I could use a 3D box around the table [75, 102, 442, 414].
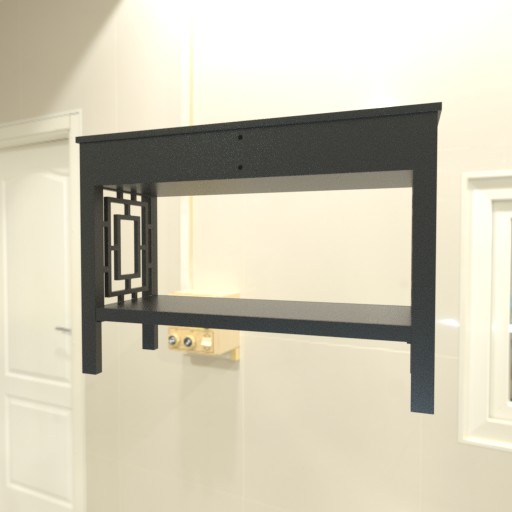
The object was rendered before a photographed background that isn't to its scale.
[{"bbox_3d":[0.000,0.000,1.421,1.068,0.753,0.397,1,2,19],"label":"table"}]
